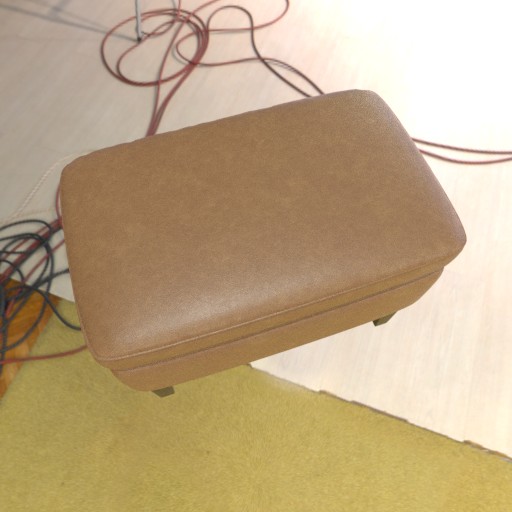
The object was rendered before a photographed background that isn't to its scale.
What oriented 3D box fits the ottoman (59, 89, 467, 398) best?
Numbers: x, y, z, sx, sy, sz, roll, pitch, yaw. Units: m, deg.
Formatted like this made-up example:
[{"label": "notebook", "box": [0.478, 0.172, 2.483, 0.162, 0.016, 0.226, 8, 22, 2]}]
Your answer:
[{"label": "ottoman", "box": [0.000, 0.000, 0.969, 0.670, 0.480, 0.420, -16, 64, -8]}]
